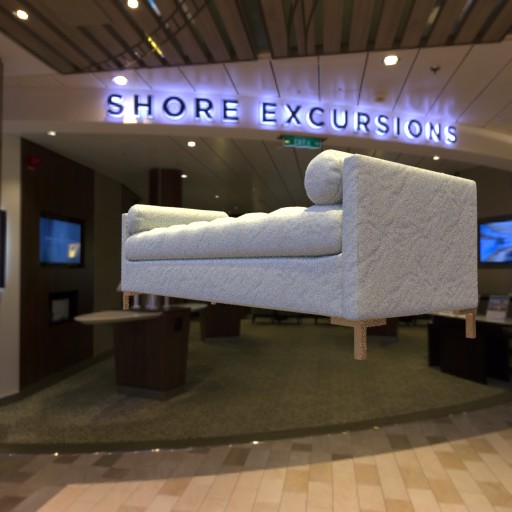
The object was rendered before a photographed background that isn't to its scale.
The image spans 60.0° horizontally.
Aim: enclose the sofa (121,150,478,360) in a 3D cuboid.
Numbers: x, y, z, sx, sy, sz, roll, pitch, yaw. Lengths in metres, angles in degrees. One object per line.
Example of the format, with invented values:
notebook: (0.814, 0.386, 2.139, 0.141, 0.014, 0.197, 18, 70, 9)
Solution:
sofa: (0.000, 0.000, 2.450, 0.796, 0.705, 2.102, 1, -2, -37)
